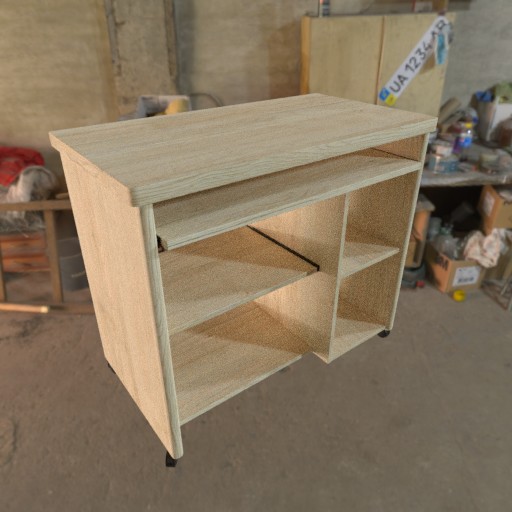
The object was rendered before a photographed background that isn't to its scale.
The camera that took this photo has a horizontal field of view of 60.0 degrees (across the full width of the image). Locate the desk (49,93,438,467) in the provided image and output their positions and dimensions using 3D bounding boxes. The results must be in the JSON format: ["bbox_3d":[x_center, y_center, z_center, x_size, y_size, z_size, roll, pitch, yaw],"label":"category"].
[{"bbox_3d":[0.000,0.000,1.317,0.885,0.770,0.480,-20,35,-32],"label":"desk"}]
